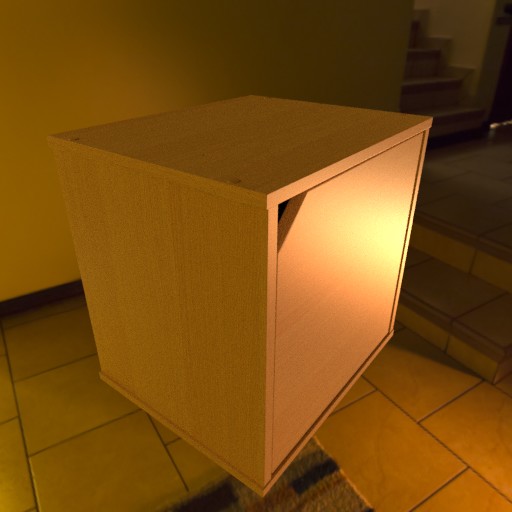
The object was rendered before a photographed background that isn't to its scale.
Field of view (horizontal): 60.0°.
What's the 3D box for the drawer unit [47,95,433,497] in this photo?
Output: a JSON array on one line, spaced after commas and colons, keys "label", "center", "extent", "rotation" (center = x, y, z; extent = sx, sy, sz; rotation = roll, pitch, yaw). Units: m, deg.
[{"label": "drawer unit", "center": [0.000, 0.000, 0.593], "extent": [0.290, 0.344, 0.349], "rotation": [20, 34, 33]}]
